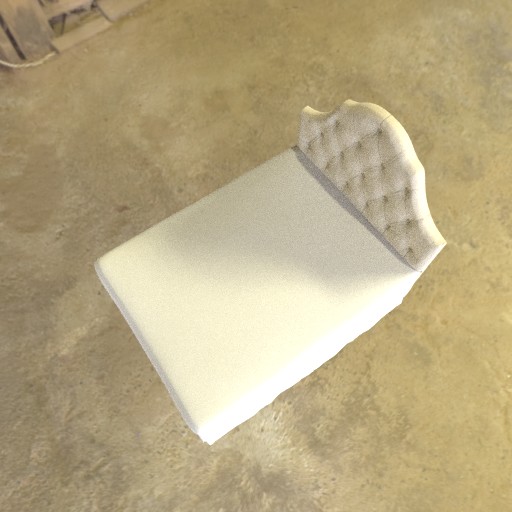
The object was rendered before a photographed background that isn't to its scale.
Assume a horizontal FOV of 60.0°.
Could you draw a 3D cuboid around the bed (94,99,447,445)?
[{"bbox_3d":[0.000,0.000,3.218,2.092,1.575,1.627,-32,68,-15],"label":"bed"}]
